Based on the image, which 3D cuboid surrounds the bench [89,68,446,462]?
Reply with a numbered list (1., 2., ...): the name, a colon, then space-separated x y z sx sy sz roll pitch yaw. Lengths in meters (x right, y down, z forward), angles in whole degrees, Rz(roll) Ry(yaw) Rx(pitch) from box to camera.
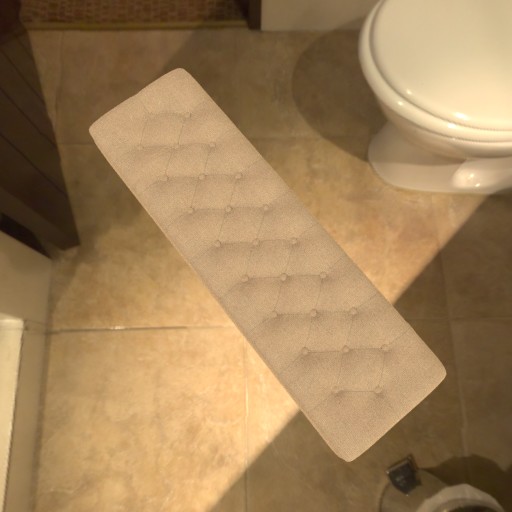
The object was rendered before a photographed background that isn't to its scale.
1. bench: 0.000 0.000 1.732 0.455 0.467 1.480 -38 79 -9
